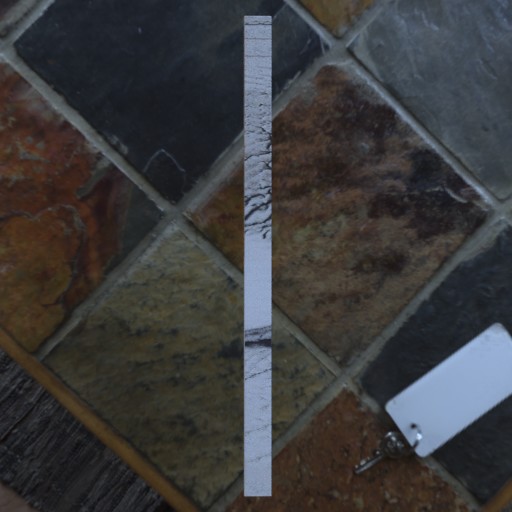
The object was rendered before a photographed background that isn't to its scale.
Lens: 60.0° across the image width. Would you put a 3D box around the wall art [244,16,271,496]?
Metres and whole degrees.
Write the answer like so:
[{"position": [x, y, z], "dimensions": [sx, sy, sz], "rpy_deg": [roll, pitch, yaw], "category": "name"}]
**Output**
[{"position": [0.000, 0.000, 0.768], "dimensions": [0.035, 0.407, 0.613], "rpy_deg": [0, 90, -1], "category": "wall art"}]
